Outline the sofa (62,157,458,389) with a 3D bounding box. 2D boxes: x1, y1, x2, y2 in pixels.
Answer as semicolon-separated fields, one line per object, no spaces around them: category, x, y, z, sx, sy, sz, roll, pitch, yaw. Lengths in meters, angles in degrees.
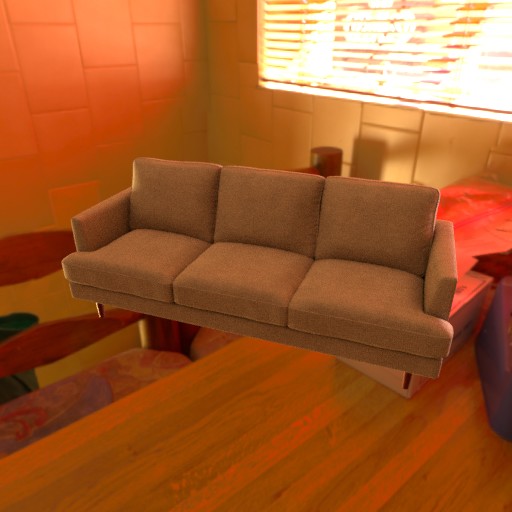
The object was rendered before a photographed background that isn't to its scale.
sofa;0.000;0.000;2.726;2.246;0.930;0.903;9;28;18
